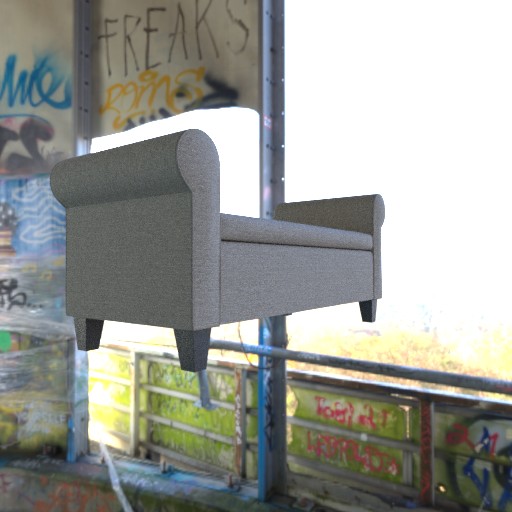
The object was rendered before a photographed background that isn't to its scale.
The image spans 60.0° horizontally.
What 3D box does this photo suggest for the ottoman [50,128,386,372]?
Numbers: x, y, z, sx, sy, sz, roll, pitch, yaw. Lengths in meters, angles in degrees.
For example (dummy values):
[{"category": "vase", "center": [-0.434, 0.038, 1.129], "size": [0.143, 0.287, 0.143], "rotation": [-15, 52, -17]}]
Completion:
[{"category": "ottoman", "center": [0.000, 0.000, 1.582], "size": [0.521, 0.547, 1.256], "rotation": [-1, -1, 36]}]
